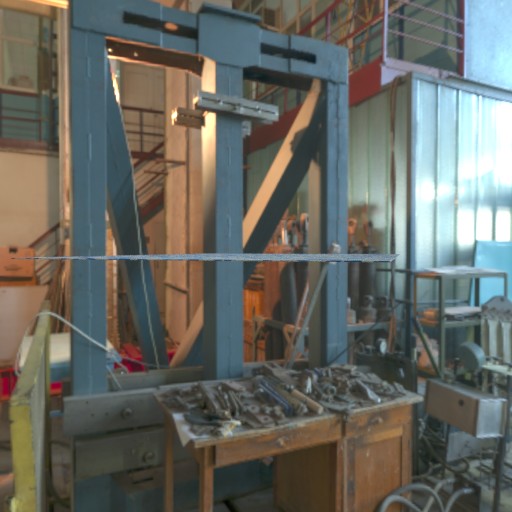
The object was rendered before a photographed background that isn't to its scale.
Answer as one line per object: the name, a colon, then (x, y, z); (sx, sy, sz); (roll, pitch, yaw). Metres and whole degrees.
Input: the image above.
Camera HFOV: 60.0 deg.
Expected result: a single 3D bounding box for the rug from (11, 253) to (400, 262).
rug: (0.000, 0.000, 3.991); (2.435, 0.007, 3.007); (0, 1, 19)
